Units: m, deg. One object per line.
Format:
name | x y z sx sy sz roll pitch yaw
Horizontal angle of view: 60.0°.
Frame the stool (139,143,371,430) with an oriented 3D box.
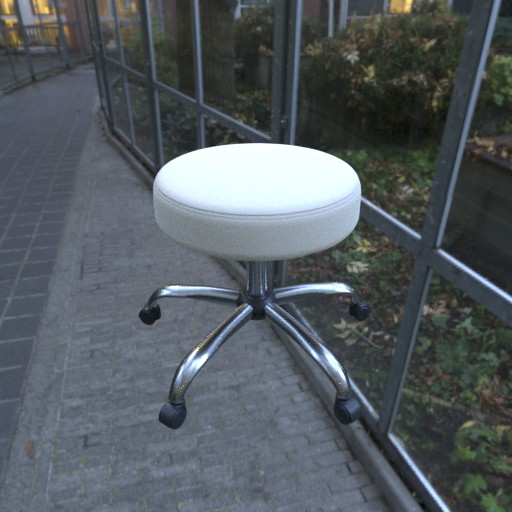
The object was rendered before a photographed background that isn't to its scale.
stool | 0.000 0.000 1.051 0.634 0.482 0.614 -1 30 -1
